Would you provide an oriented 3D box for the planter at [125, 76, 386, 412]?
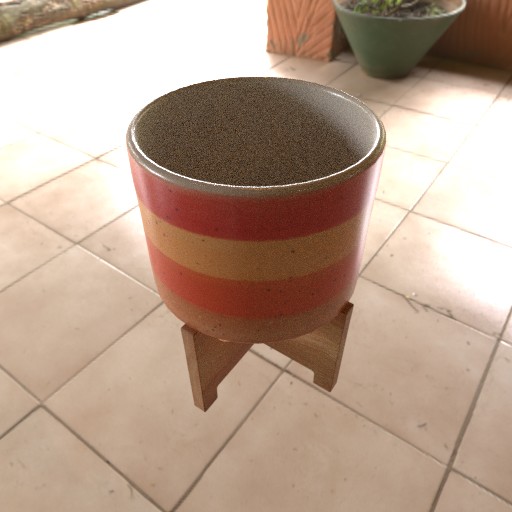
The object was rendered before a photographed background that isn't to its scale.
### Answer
[{"bbox_3d":[0.000,0.000,0.417,0.199,0.268,0.199,0,42,0],"label":"planter"}]
